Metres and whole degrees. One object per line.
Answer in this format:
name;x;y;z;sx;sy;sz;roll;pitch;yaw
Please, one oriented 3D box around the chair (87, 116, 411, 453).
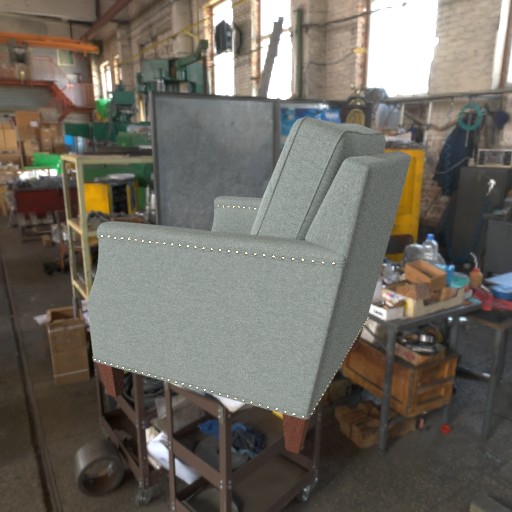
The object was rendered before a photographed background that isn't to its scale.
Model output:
chair;0.000;0.000;1.778;1.031;1.031;0.885;7;16;24
